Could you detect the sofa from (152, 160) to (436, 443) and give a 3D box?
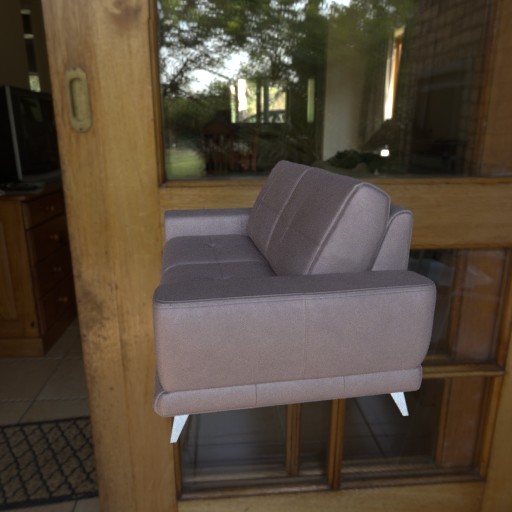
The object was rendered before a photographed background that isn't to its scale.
[{"bbox_3d":[0.000,0.000,2.330,1.018,0.907,1.806,-3,16,-10],"label":"sofa"}]
